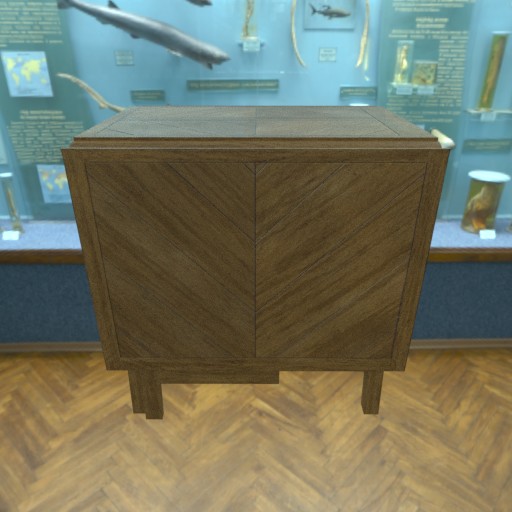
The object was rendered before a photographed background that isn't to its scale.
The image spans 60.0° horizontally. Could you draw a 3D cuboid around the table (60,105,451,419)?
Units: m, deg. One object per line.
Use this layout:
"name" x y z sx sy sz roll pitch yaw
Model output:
"table" 0.000 0.000 1.276 0.746 0.763 0.591 0 26 0
